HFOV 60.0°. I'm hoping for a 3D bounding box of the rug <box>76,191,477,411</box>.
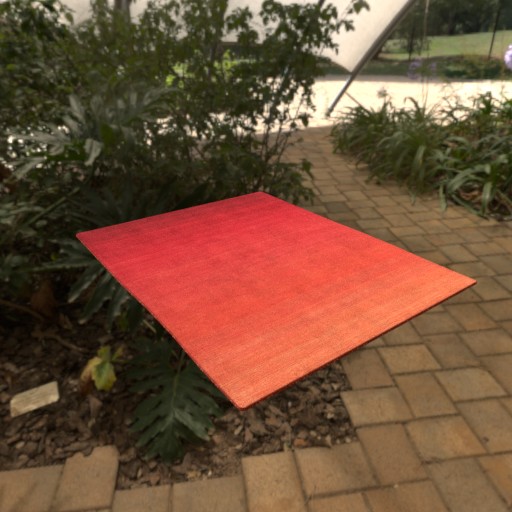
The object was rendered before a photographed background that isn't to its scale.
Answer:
[{"bbox_3d":[0.000,0.000,3.999,2.340,0.028,2.905,-18,31,-32],"label":"rug"}]
